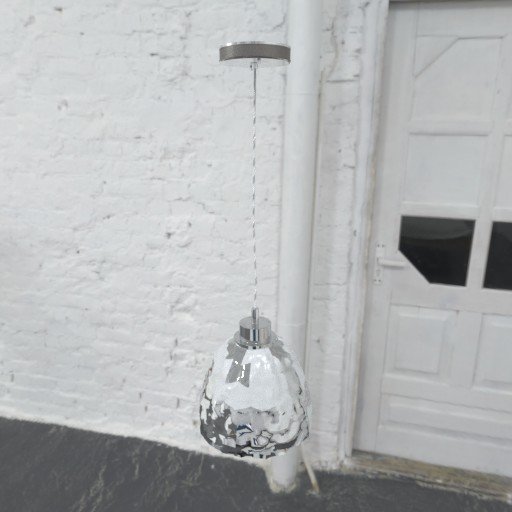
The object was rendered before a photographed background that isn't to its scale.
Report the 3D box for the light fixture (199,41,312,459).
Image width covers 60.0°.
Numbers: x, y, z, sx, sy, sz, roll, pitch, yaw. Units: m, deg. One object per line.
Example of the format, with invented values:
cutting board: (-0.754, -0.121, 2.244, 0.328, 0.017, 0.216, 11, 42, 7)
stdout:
light fixture: (0.000, 0.000, 1.756, 0.500, 1.511, 0.496, -2, 16, -8)
